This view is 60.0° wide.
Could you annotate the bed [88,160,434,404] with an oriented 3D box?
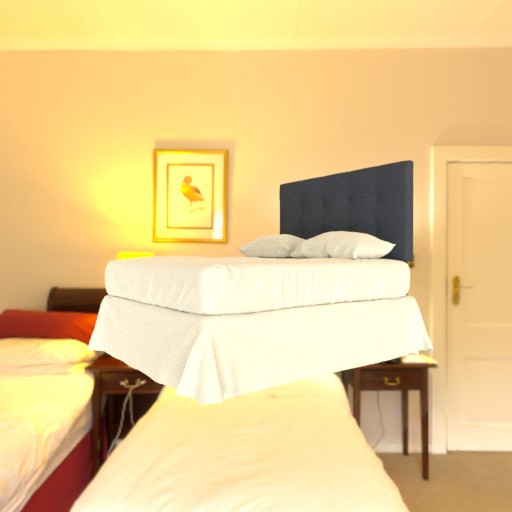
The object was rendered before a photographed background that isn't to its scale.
[{"bbox_3d":[0.000,0.000,3.671,2.222,1.577,1.936,0,0,-37],"label":"bed"}]
